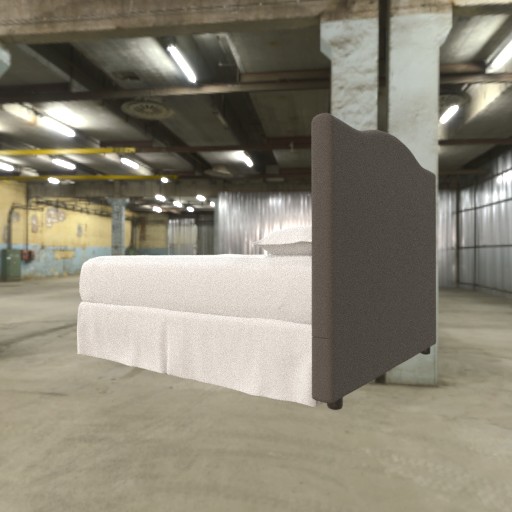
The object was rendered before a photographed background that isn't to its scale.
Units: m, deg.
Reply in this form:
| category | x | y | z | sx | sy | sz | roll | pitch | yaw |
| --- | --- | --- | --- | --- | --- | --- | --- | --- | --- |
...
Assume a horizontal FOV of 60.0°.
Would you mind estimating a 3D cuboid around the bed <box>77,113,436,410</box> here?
| category | x | y | z | sx | sy | sz | roll | pitch | yaw |
| --- | --- | --- | --- | --- | --- | --- | --- | --- | --- |
| bed | 0.000 | 0.000 | 3.135 | 2.036 | 1.387 | 1.666 | 0 | 0 | 36 |
